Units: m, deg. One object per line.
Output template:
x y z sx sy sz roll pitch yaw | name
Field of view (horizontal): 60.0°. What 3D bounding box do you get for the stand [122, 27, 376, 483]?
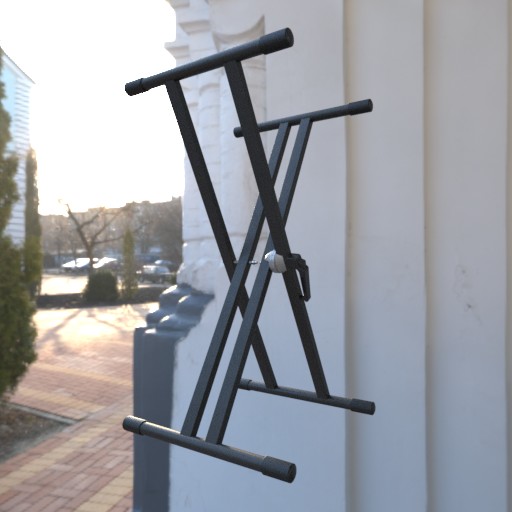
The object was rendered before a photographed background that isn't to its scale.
0.000 0.000 1.206 0.495 0.900 0.503 -1 -1 34 | stand
